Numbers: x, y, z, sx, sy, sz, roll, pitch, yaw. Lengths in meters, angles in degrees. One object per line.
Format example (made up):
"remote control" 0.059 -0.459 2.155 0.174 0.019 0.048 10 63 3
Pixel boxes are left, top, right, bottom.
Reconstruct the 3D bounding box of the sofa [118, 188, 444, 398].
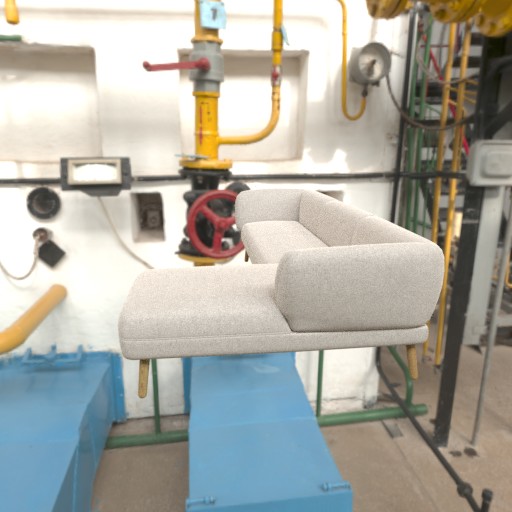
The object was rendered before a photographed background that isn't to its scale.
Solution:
"sofa" 0.000 0.000 3.285 1.610 0.730 2.660 -2 15 -7
